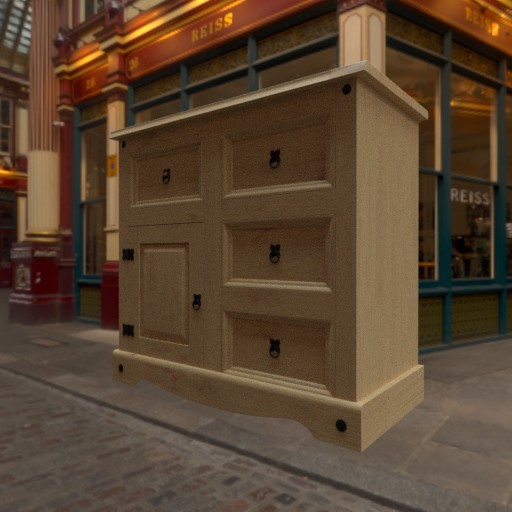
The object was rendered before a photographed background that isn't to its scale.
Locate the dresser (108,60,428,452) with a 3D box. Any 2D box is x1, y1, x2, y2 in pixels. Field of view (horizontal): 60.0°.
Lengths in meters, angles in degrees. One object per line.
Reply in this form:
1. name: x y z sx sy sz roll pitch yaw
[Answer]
1. dresser: 0.000 0.000 1.386 0.915 0.835 0.440 0 0 38
